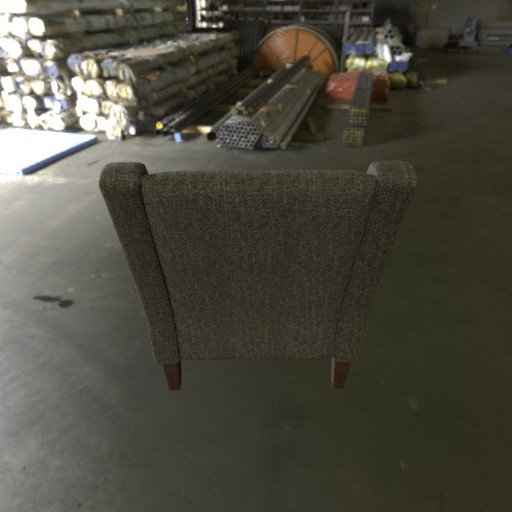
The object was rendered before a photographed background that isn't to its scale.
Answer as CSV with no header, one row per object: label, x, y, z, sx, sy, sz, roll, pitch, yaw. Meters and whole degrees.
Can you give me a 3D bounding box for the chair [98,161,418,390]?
chair,0.000,0.000,1.713,0.793,1.012,0.944,0,30,-1
